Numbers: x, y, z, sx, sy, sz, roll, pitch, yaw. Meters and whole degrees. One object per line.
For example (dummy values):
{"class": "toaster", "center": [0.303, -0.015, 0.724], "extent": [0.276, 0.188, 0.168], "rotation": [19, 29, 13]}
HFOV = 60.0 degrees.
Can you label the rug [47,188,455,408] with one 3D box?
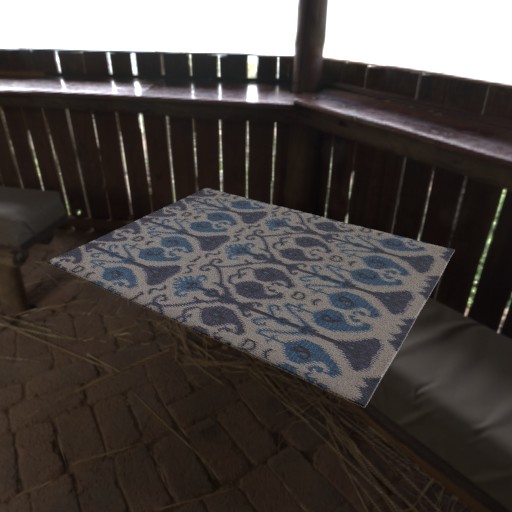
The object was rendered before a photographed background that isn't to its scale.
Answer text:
{"class": "rug", "center": [0.000, 0.000, 4.372], "extent": [3.228, 0.024, 2.443], "rotation": [18, 34, 29]}
